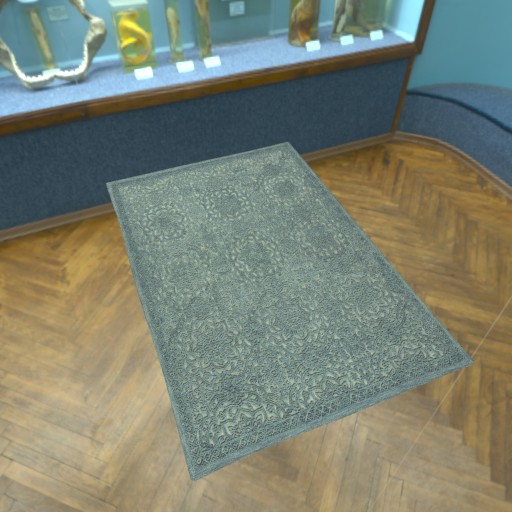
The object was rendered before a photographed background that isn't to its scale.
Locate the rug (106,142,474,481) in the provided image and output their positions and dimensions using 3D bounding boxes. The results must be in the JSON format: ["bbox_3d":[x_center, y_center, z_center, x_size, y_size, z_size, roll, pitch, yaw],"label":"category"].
[{"bbox_3d":[0.000,0.000,2.266,1.224,0.016,1.830,-16,48,-15],"label":"rug"}]
